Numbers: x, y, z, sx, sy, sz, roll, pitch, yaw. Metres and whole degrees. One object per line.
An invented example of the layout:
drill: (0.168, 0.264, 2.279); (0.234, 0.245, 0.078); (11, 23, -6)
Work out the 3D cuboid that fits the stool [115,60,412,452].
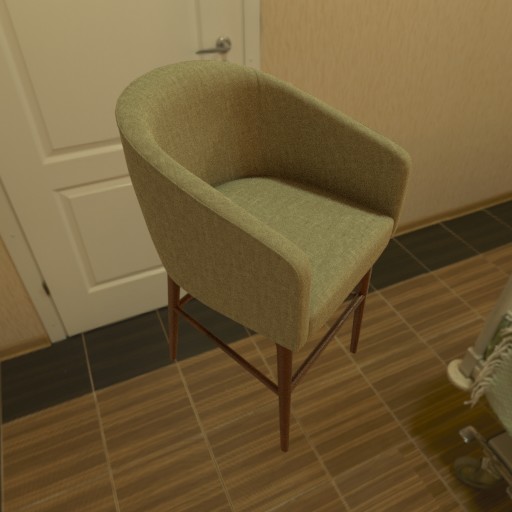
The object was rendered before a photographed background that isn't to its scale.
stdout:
stool: (0.000, 0.000, 1.304); (0.635, 0.952, 0.559); (26, 47, 27)
